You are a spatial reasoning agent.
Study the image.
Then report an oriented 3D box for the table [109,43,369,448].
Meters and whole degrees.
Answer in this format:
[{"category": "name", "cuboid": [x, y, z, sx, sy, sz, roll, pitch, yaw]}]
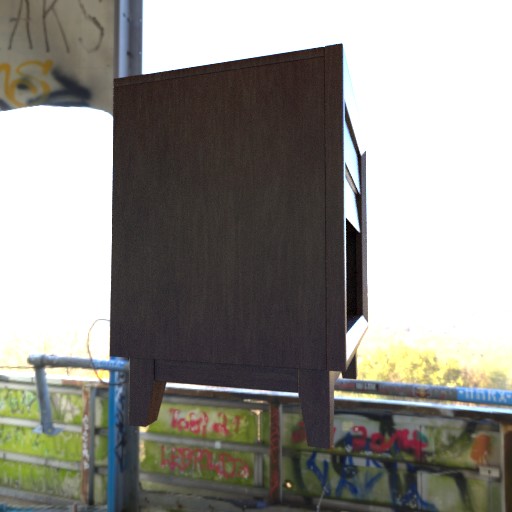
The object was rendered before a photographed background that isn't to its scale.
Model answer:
[{"category": "table", "cuboid": [0.000, 0.000, 0.982, 0.449, 0.609, 0.557, -1, -3, 17]}]
